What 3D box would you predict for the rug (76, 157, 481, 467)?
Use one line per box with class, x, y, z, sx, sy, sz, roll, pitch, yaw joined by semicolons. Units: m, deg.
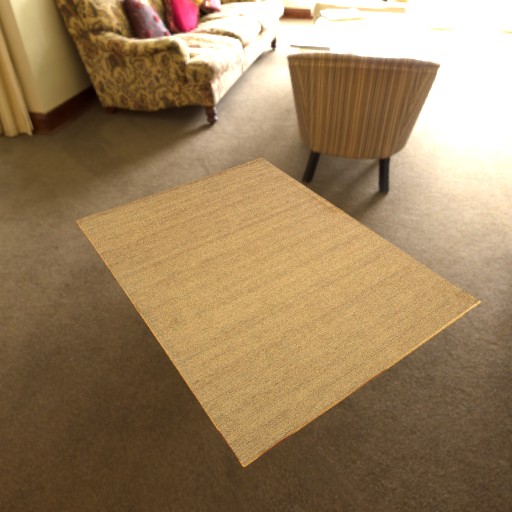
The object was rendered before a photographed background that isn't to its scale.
rug;0.000;0.000;4.222;2.434;0.045;3.202;-24;45;-26
